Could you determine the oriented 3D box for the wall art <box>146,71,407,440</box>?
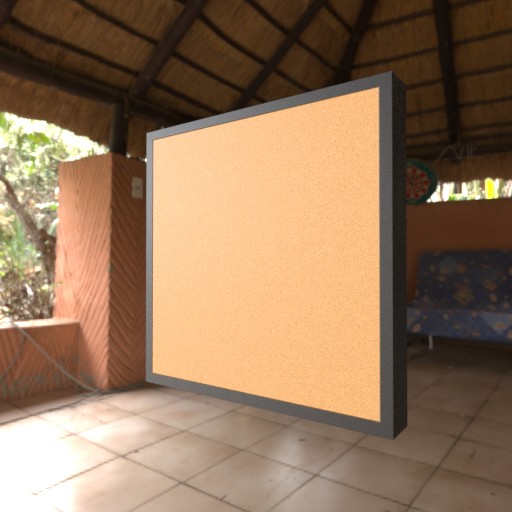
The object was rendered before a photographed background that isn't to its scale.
[{"bbox_3d":[0.000,0.000,0.468,0.304,0.304,0.038,-1,-1,36],"label":"wall art"}]
